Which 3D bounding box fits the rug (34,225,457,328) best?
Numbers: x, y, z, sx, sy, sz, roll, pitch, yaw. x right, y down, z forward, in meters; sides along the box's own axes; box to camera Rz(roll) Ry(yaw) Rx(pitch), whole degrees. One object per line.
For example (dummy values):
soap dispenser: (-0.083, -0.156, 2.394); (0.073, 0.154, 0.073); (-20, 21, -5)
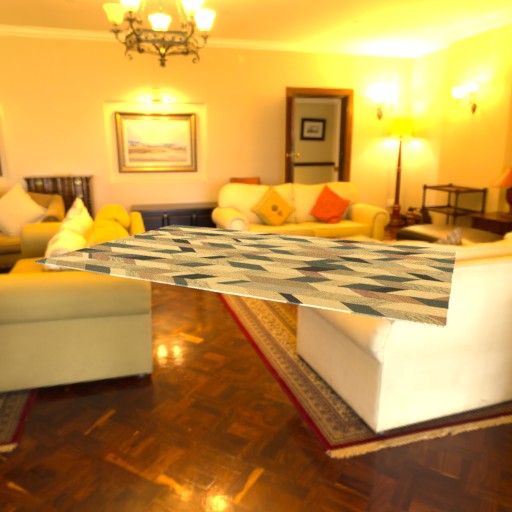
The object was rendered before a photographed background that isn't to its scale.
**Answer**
rug: (0.000, 0.000, 2.962); (2.423, 0.008, 1.513); (7, 15, 25)
